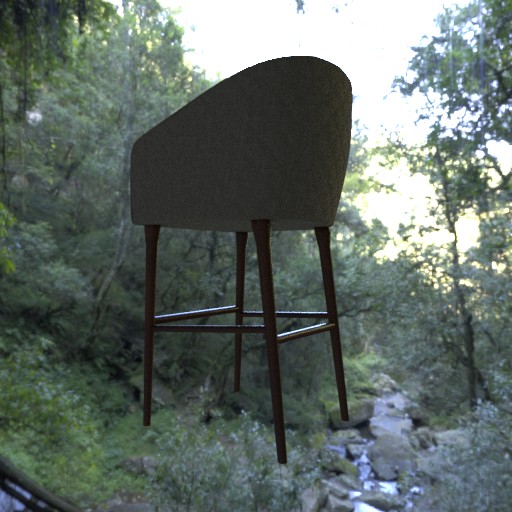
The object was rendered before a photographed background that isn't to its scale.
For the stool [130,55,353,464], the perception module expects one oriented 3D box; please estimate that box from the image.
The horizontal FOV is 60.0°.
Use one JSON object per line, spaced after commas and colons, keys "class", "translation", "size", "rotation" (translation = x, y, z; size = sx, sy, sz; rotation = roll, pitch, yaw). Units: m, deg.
{"class": "stool", "translation": [0.000, 0.000, 1.438], "size": [0.607, 1.078, 0.559], "rotation": [0, 0, 37]}
